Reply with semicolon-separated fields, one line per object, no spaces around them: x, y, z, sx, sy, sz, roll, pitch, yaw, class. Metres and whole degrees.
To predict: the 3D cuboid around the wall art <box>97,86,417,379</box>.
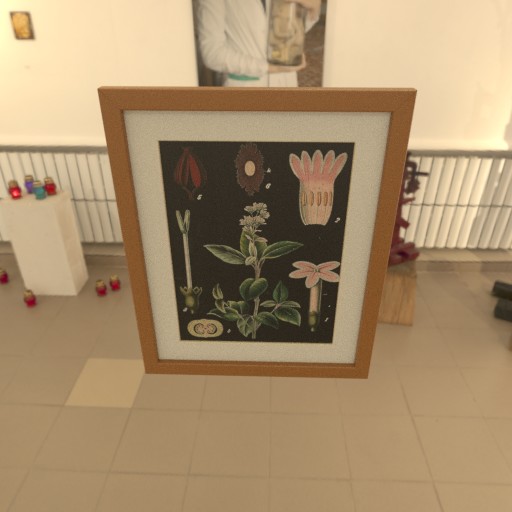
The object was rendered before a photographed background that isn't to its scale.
0.000;0.000;0.527;0.310;0.379;0.015;1;30;2;wall art
